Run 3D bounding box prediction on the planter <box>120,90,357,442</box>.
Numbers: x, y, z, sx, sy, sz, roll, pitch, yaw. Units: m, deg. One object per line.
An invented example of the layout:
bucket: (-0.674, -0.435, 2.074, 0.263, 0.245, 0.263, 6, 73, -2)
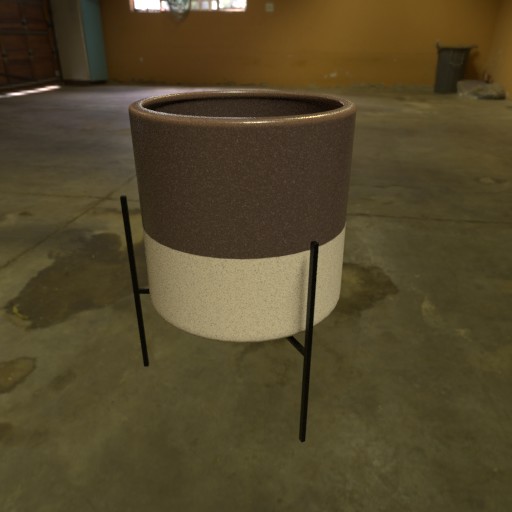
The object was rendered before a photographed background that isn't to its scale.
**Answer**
planter: (0.000, 0.000, 0.533, 0.250, 0.353, 0.260, -17, 31, -31)
